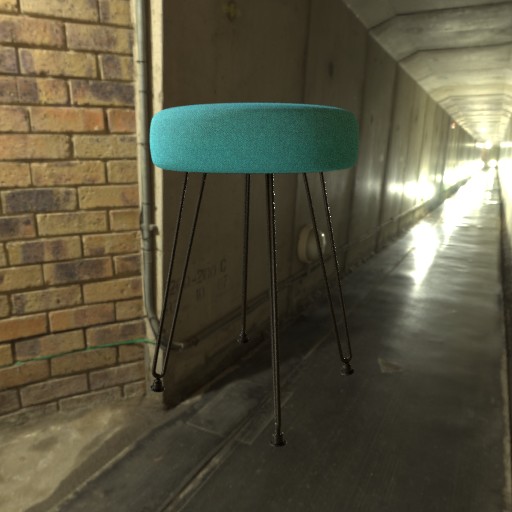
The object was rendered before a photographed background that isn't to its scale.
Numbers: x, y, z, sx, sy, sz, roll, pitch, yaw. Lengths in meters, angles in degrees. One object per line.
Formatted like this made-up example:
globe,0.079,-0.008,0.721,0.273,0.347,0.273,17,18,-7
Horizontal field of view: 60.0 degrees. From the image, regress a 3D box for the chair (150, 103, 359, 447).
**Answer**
chair,0.000,0.000,0.695,0.350,0.440,0.350,-2,14,-9
